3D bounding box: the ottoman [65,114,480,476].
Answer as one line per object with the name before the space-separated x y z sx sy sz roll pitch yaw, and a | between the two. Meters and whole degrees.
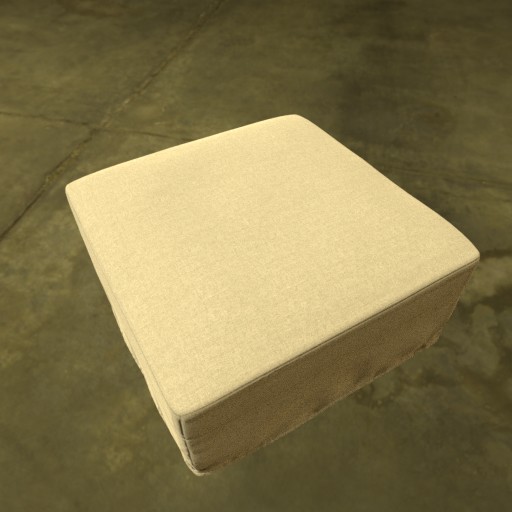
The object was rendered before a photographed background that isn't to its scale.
ottoman | 0.000 0.000 1.298 0.840 0.436 0.843 -23 50 -21
